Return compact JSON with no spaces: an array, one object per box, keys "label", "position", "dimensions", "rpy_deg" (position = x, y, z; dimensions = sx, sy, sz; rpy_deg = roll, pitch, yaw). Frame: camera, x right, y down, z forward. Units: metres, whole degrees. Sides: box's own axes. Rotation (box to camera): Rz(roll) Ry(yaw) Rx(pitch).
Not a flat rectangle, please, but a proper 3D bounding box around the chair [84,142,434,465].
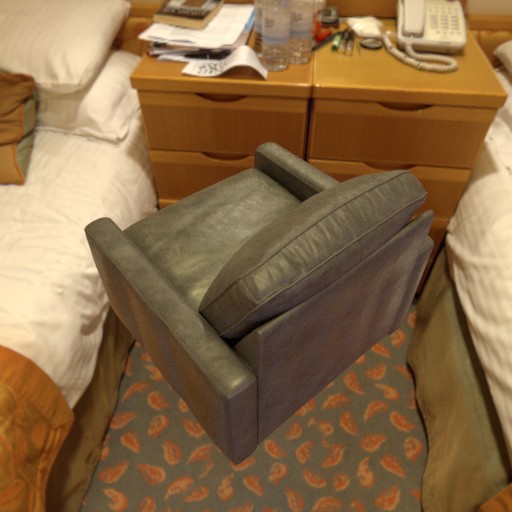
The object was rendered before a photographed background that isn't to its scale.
[{"label":"chair","position":[0.000,0.000,1.764],"dimensions":[1.006,0.916,0.939],"rpy_deg":[-31,53,-27]}]
